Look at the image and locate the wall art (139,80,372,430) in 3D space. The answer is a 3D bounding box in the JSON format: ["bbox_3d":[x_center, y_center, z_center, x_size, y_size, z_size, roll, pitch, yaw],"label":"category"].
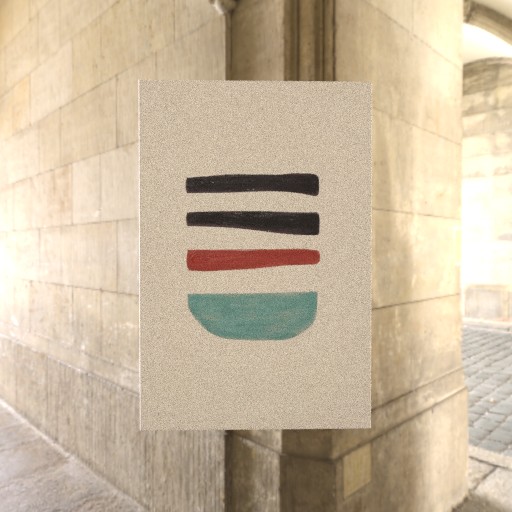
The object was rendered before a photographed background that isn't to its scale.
[{"bbox_3d":[0.000,0.000,1.173,0.607,0.912,0.038,0,1,-1],"label":"wall art"}]
